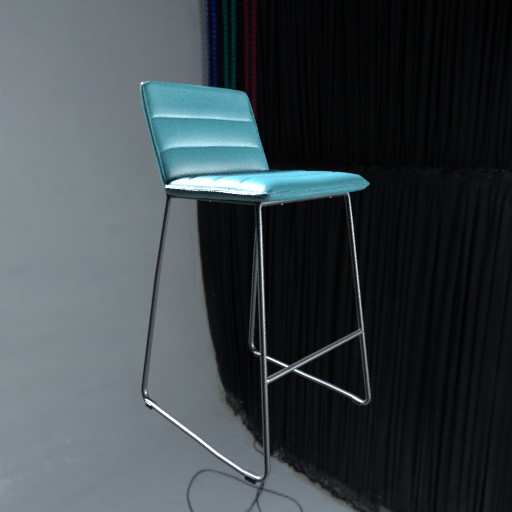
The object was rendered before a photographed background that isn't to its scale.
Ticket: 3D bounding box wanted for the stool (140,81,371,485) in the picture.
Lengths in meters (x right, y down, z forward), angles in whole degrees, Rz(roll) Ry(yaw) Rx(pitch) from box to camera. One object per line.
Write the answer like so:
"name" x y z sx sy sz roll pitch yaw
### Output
"stool" 0.000 0.000 1.239 0.489 0.936 0.524 -14 20 -43
